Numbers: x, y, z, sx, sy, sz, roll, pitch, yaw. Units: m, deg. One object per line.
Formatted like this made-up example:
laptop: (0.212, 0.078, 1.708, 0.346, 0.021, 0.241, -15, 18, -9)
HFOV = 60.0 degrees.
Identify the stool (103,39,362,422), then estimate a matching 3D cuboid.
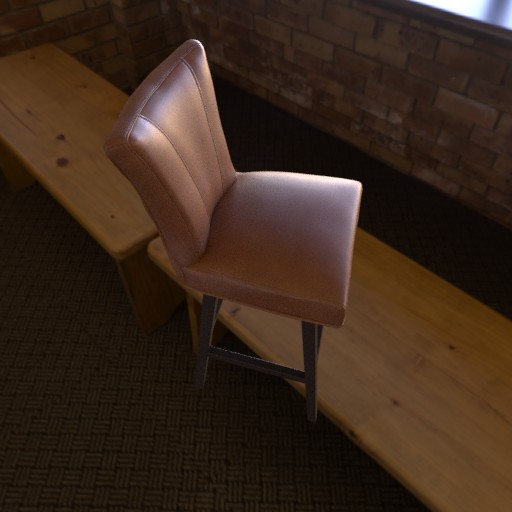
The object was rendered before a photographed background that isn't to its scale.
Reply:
stool: (0.000, 0.000, 1.397, 0.585, 1.094, 0.522, 10, 50, 9)
